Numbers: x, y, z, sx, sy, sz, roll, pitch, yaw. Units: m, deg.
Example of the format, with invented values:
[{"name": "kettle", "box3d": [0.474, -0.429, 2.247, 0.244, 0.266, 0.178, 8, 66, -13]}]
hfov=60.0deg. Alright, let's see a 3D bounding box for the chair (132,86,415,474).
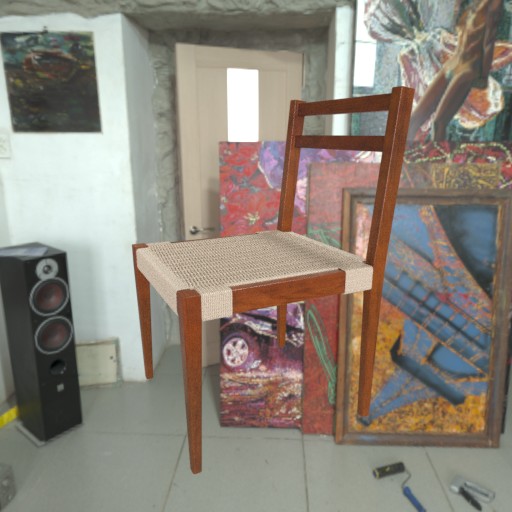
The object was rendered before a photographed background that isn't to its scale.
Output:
[{"name": "chair", "box3d": [0.000, 0.000, 1.212, 0.569, 0.851, 0.495, -8, 17, -25]}]
